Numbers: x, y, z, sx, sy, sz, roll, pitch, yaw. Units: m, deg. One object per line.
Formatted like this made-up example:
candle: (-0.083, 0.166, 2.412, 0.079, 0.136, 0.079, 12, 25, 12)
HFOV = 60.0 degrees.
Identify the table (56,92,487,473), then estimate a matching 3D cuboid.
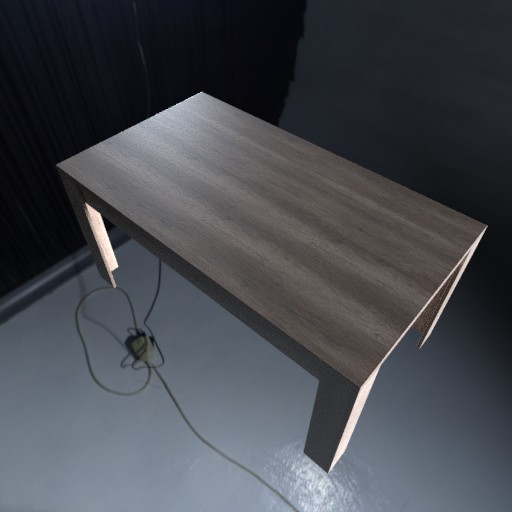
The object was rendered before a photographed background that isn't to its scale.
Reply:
table: (0.000, 0.000, 2.135, 1.600, 0.775, 0.900, 33, 56, 27)
